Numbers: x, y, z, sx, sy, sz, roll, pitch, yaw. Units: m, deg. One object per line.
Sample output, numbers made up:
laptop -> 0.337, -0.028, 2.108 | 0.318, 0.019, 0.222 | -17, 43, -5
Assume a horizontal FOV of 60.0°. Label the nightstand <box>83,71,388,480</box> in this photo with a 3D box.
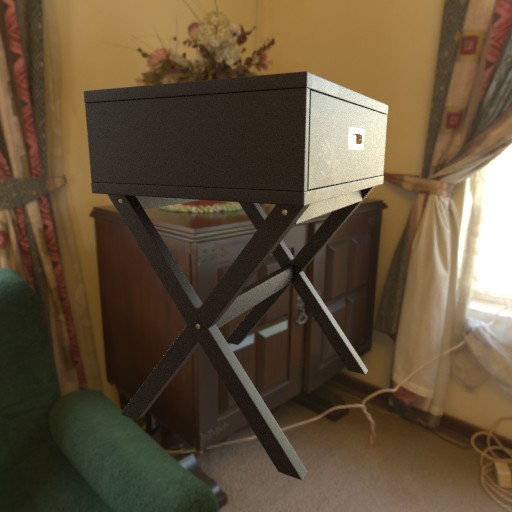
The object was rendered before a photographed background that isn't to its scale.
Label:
nightstand -> 0.000, 0.000, 0.927 | 0.402, 0.623, 0.479 | 7, 15, 27
